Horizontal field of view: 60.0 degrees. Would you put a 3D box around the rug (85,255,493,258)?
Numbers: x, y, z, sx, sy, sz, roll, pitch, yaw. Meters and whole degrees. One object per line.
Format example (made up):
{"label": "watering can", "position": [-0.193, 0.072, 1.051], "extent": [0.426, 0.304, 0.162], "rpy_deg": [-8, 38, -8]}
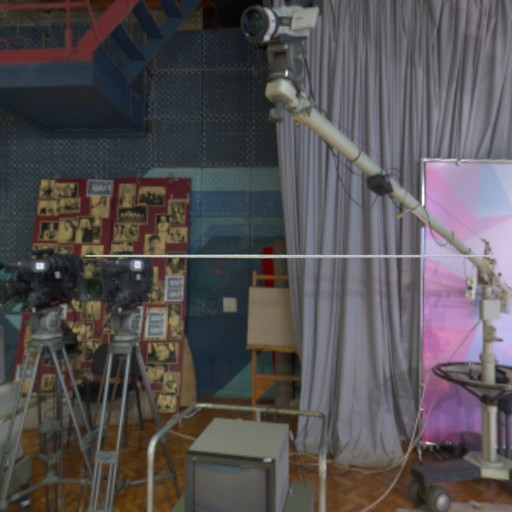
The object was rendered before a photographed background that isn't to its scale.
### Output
{"label": "rug", "position": [0.000, 0.000, 2.841], "extent": [1.555, 0.011, 2.232], "rpy_deg": [0, 0, -35]}
